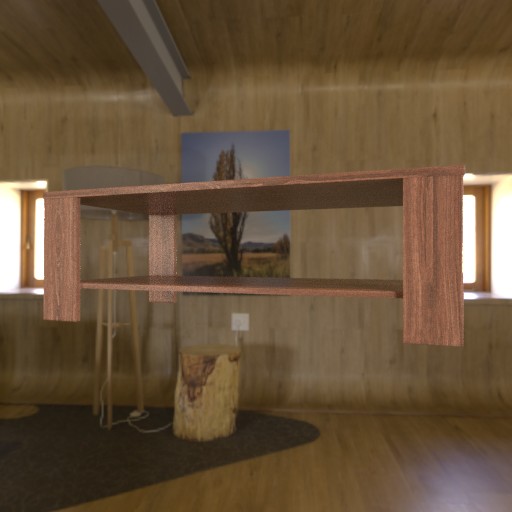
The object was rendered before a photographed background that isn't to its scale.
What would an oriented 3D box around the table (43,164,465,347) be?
[{"bbox_3d":[0.000,0.000,1.461,1.200,0.400,0.600,0,0,20],"label":"table"}]
